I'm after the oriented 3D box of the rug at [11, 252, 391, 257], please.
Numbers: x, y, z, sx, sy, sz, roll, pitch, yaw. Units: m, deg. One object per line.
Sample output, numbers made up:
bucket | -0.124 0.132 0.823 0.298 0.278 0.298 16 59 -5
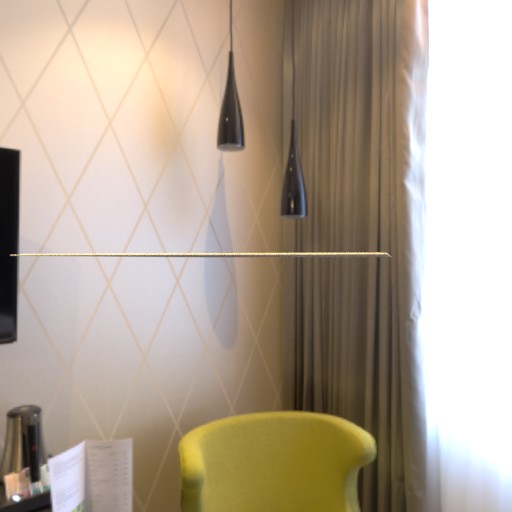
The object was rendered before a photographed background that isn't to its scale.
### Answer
rug | 0.000 0.000 1.975 1.146 0.006 1.556 0 0 17
